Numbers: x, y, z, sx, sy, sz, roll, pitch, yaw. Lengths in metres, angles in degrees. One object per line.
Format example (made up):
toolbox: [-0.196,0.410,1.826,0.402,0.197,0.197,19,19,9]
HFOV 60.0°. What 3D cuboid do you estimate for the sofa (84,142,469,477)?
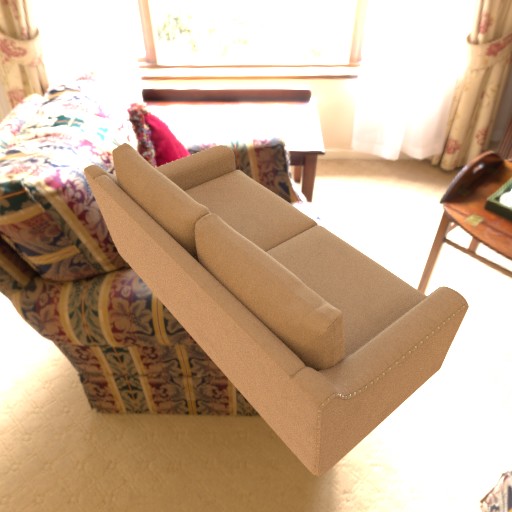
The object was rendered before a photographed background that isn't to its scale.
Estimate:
sofa: [0.000,0.000,2.454,1.030,0.901,1.967,-28,49,-28]
